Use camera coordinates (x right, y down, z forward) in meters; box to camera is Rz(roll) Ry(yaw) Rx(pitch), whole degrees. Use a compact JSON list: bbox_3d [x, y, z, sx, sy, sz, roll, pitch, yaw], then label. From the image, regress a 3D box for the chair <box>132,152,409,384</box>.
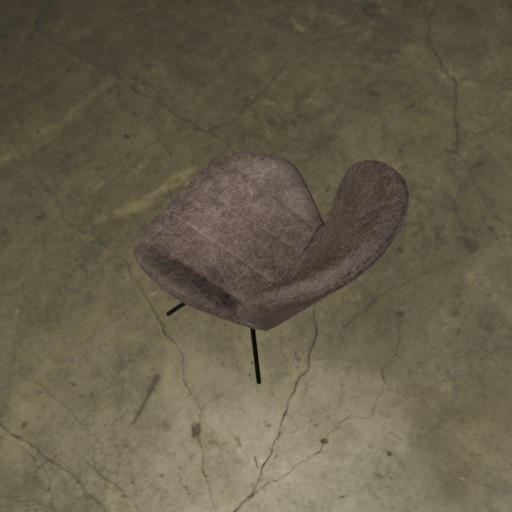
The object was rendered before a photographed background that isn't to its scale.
[{"bbox_3d":[0.000,0.000,1.311,0.640,0.934,0.527,34,68,16],"label":"chair"}]
